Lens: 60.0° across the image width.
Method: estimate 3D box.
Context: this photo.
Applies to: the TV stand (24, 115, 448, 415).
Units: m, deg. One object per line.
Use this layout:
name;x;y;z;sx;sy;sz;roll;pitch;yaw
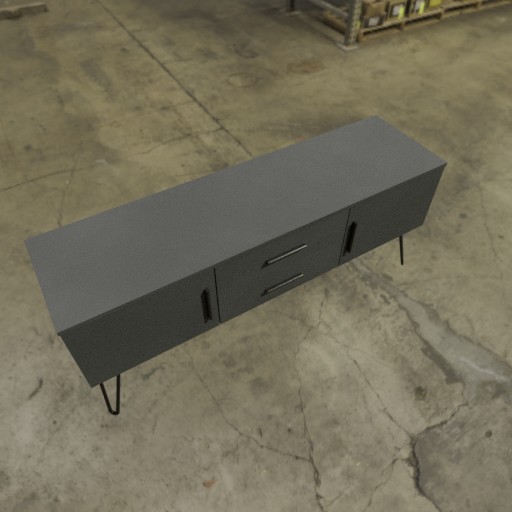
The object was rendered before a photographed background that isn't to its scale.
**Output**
TV stand;0.000;0.000;1.676;1.400;0.560;0.400;-24;52;-20
